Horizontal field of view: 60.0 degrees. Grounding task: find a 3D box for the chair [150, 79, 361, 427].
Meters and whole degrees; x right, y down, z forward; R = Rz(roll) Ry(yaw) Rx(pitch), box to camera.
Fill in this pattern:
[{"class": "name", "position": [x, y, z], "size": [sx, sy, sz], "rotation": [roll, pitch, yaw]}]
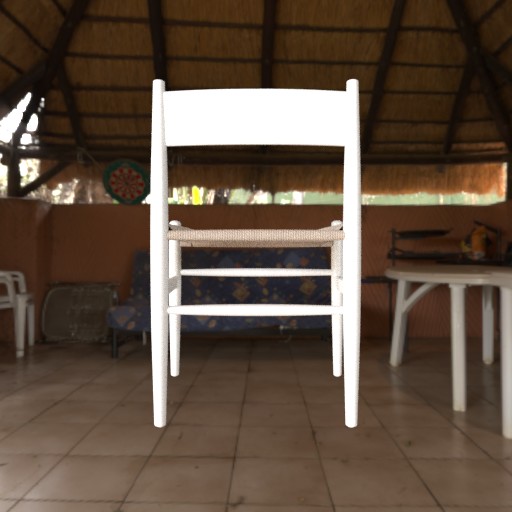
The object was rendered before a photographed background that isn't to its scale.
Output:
[{"class": "chair", "position": [0.000, 0.000, 1.187], "size": [0.556, 0.762, 0.495], "rotation": [0, -1, 0]}]
